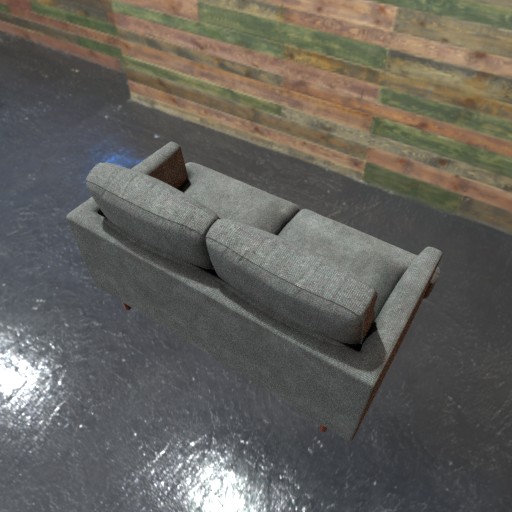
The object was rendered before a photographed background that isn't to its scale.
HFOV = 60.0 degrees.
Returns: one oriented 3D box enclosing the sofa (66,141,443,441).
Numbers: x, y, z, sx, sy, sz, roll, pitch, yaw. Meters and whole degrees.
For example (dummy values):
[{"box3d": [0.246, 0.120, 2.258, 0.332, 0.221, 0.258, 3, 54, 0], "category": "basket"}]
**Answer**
[{"box3d": [0.000, 0.000, 2.180, 1.582, 0.956, 0.903, 26, 53, 22], "category": "sofa"}]
